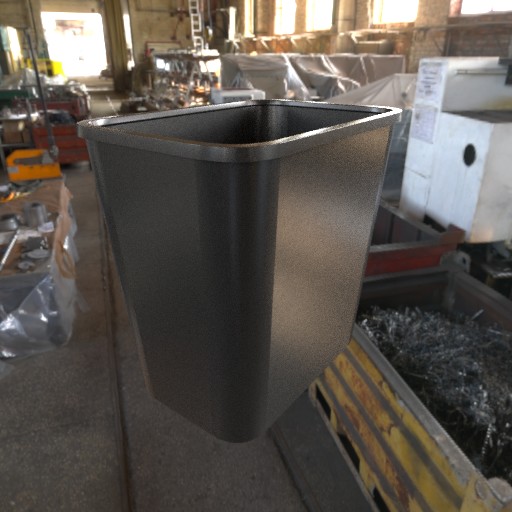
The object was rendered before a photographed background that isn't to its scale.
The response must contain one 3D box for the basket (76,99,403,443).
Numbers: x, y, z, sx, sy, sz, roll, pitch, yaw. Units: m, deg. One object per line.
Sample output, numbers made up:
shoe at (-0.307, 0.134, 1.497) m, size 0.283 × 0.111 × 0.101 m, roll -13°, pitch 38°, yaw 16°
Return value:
basket at (0.000, 0.000, 0.503) m, size 0.211 × 0.307 × 0.300 m, roll 18°, pitch 30°, yaw 34°
